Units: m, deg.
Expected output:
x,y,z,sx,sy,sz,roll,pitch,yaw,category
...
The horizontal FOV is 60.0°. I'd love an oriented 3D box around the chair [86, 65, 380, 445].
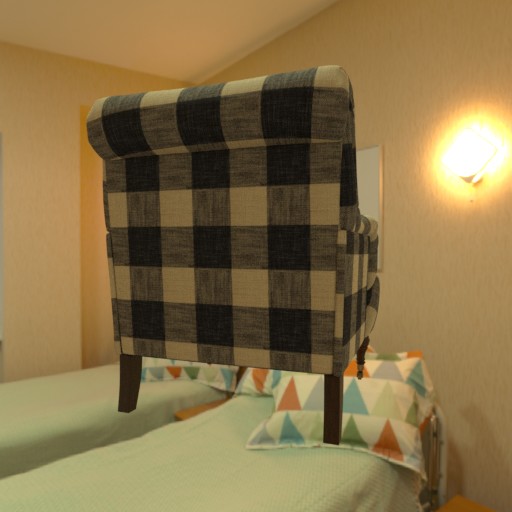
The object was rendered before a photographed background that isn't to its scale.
x,y,z,sx,sy,sz,roll,pitch,yaw,category
0.000,0.000,1.533,0.781,0.953,0.848,0,1,20,chair
